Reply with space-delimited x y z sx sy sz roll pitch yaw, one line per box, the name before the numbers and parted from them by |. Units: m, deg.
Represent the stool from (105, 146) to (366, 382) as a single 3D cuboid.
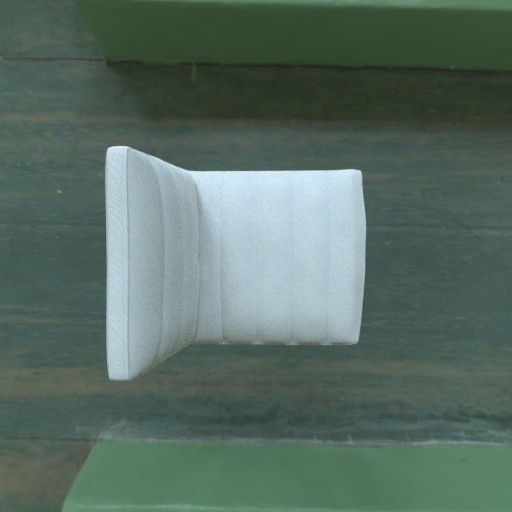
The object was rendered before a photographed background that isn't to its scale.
stool | 0.000 0.000 1.340 0.573 1.061 0.464 0 92 0
